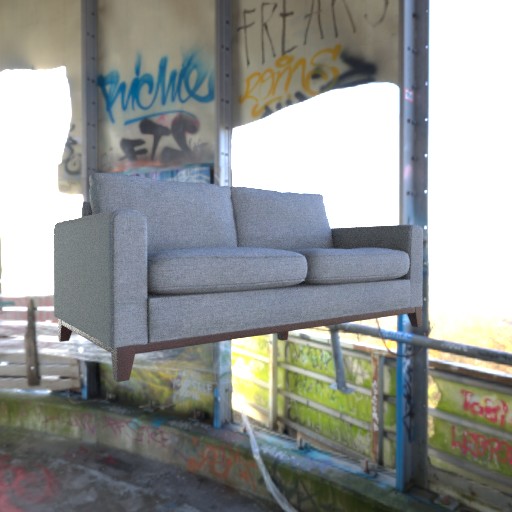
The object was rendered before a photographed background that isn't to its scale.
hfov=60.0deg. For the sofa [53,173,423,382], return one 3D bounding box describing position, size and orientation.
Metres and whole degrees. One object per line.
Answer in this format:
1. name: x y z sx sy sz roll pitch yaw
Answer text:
1. sofa: 0.000 0.000 2.544 1.978 0.892 0.969 -1 1 -37
